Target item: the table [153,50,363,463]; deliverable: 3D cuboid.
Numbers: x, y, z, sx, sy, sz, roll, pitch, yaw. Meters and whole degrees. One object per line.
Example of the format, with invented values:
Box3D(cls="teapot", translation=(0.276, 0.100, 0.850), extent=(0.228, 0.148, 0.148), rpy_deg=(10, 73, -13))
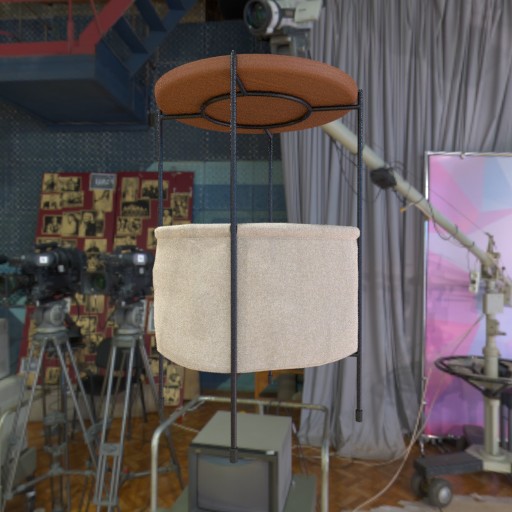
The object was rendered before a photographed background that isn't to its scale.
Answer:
Box3D(cls="table", translation=(0.000, 0.000, 0.869), extent=(0.393, 0.623, 0.393), rpy_deg=(-1, 1, -35))
